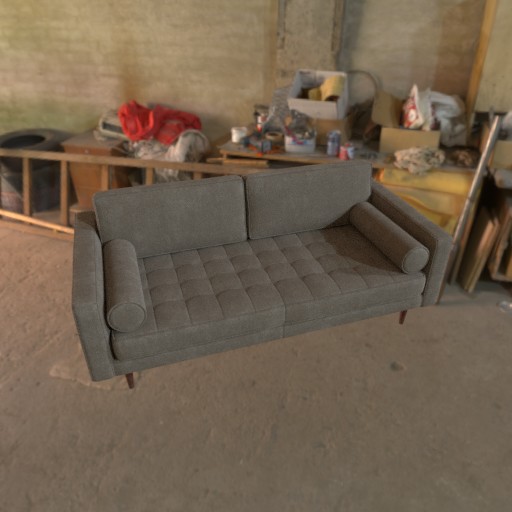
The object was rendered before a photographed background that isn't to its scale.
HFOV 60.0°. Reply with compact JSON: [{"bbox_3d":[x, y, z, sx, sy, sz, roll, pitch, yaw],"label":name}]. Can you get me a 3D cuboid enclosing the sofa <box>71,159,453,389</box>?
[{"bbox_3d":[0.000,0.000,2.452,1.883,0.769,0.920,-10,34,-15],"label":"sofa"}]
